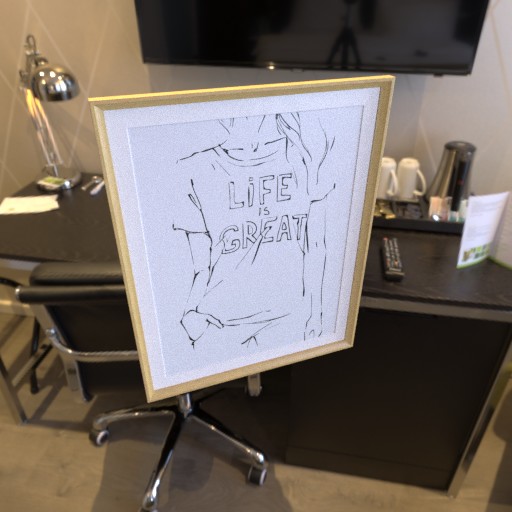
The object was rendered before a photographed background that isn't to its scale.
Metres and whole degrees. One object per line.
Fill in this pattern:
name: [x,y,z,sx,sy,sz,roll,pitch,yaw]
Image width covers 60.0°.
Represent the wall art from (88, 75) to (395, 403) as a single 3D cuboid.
wall art: [0.000,0.000,1.375,0.798,1.002,0.030,-11,34,-17]
